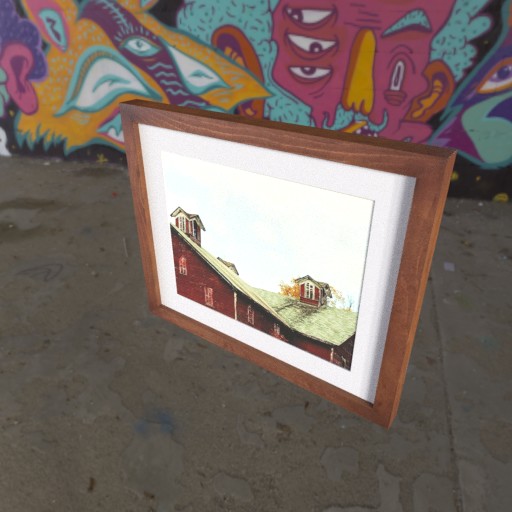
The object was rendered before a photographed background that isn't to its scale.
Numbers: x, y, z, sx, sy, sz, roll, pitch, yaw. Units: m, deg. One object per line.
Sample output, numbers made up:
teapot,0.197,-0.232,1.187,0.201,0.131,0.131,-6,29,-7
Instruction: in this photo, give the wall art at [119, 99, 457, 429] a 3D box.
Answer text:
wall art,0.000,0.000,0.552,0.401,0.328,0.030,19,35,30
